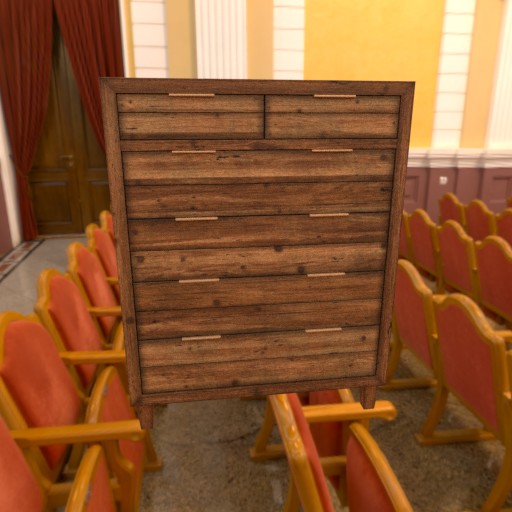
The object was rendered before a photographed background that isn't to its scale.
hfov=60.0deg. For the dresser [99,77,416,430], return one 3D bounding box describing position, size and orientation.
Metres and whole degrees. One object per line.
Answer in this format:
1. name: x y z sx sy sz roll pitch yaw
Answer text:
1. dresser: 0.000 0.000 1.875 1.067 1.359 0.438 -2 17 -8
